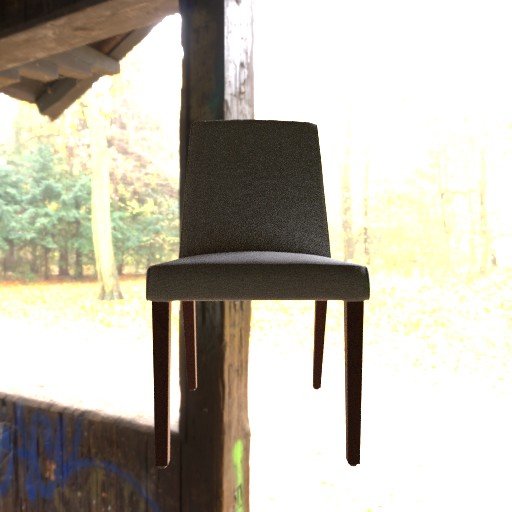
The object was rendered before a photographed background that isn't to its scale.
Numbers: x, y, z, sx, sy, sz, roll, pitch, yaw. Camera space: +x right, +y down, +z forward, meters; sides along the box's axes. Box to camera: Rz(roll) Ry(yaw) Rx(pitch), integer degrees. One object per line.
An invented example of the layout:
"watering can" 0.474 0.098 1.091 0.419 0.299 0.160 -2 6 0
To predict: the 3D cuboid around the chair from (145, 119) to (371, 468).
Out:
"chair" 0.000 0.000 1.219 0.480 0.900 0.594 0 1 -1
